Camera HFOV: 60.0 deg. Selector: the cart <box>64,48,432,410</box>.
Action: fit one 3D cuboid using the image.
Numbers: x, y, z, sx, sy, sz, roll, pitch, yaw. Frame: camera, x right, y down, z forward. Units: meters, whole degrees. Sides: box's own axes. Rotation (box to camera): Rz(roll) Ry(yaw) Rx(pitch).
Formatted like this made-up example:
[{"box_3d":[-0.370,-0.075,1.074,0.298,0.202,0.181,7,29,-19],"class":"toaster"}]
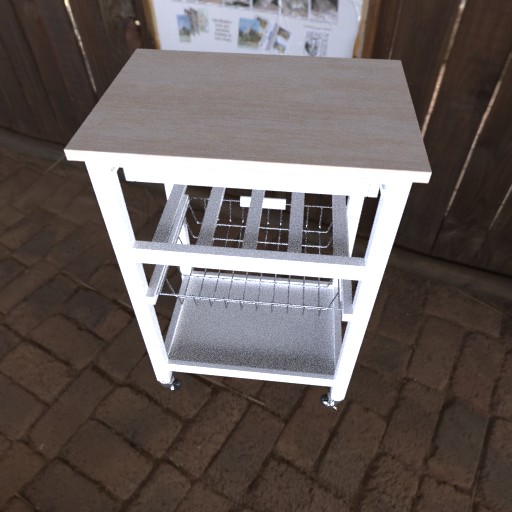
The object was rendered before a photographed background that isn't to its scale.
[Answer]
[{"box_3d":[0.000,0.000,1.140,0.578,0.857,0.406,4,47,4],"class":"cart"}]
